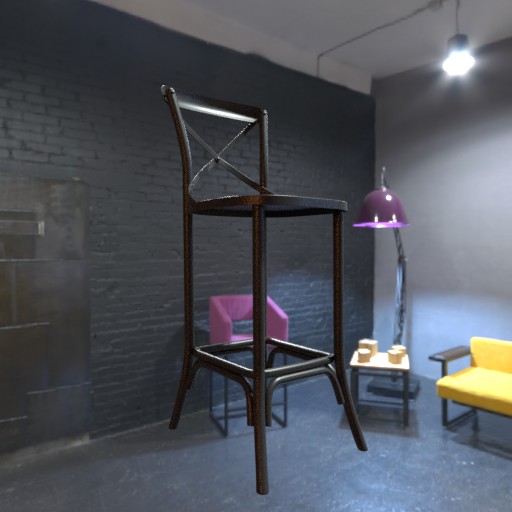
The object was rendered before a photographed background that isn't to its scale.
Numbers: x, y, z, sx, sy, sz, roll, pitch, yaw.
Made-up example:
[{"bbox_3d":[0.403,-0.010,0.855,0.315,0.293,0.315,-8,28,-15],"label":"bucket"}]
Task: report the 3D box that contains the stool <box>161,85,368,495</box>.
[{"bbox_3d":[0.000,0.000,1.433,0.457,1.168,0.584,-1,1,-37],"label":"stool"}]
